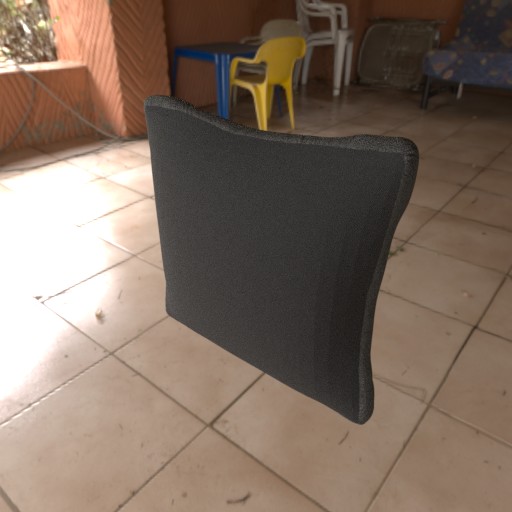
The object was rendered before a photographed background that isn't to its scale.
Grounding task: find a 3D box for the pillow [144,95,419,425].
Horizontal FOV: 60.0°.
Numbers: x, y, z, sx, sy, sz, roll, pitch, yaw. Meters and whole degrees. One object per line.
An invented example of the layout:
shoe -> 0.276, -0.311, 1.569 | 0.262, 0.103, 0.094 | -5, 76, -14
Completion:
pillow -> 0.000, 0.000, 0.815 | 0.533, 0.523, 0.210 | 22, 37, 32
